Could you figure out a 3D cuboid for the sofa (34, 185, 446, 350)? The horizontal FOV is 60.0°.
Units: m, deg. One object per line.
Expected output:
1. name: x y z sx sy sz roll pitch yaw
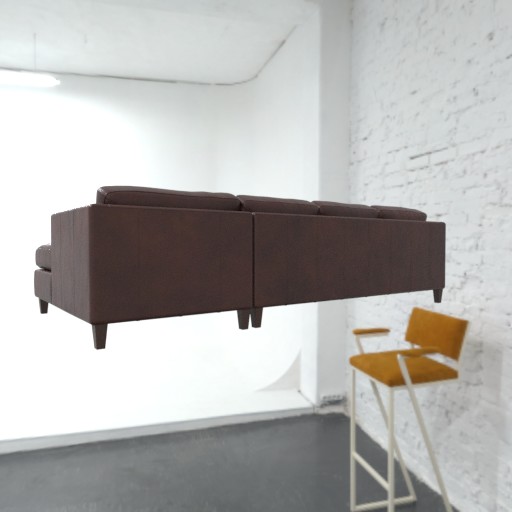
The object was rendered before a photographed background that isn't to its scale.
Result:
1. sofa: 0.000 0.000 3.794 3.203 0.883 1.581 -1 2 -36
